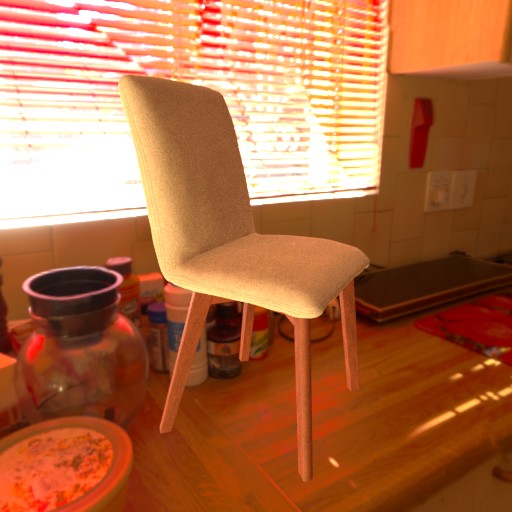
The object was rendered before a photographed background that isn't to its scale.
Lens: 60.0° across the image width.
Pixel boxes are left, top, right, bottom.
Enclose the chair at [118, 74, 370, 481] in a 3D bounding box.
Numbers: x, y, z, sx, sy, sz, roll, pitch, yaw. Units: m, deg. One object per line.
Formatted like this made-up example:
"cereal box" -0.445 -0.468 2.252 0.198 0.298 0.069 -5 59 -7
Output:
"chair" 0.000 0.000 1.288 0.563 0.974 0.522 8 17 26
